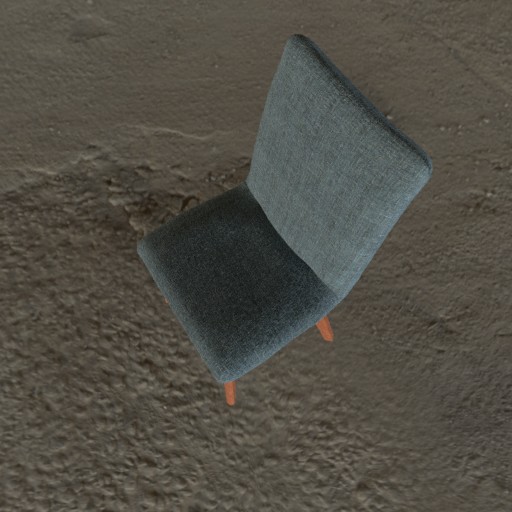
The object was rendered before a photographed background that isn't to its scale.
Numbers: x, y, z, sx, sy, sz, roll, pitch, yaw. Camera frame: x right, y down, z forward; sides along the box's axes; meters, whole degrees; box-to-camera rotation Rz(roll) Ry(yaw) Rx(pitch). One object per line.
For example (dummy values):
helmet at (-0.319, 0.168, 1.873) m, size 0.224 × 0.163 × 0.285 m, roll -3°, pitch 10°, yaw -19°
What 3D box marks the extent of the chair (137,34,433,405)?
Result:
chair at (0.000, 0.000, 1.288) m, size 0.563 × 0.974 × 0.522 m, roll -31°, pitch 68°, yaw -14°
